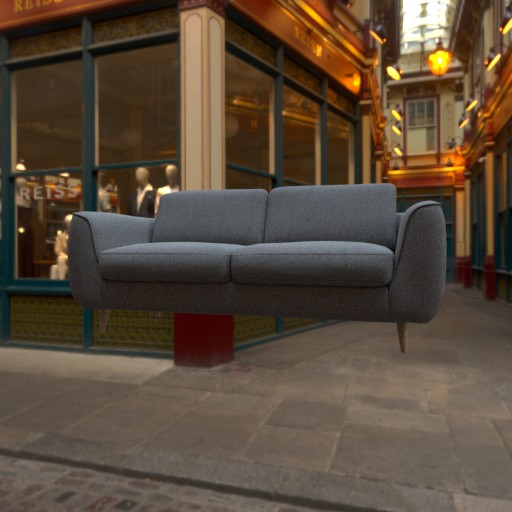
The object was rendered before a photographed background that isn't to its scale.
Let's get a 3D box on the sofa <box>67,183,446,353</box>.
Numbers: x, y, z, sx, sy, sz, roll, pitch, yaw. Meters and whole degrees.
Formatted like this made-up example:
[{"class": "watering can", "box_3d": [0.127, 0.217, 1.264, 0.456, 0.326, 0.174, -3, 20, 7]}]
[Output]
[{"class": "sofa", "box_3d": [0.000, 0.000, 2.572, 2.000, 0.870, 0.920, 0, 1, 17]}]
